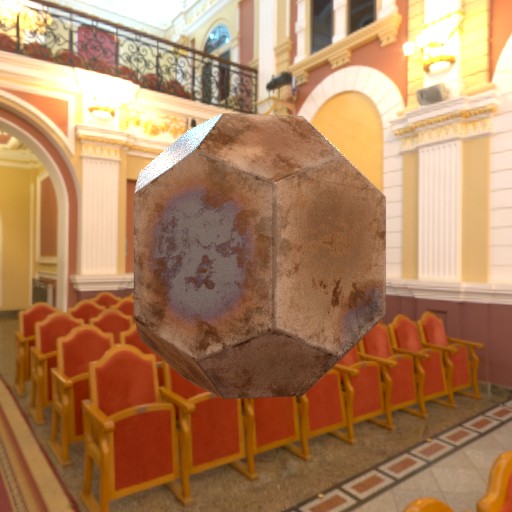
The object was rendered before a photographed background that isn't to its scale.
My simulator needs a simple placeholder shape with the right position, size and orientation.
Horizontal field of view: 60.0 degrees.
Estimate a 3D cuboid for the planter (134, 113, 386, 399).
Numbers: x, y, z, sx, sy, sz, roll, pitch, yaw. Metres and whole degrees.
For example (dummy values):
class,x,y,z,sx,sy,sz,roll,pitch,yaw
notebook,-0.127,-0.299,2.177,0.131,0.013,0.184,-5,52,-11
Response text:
class,x,y,z,sx,sy,sz,roll,pitch,yaw
planter,0.000,0.000,0.429,0.243,0.238,0.221,0,0,-36
